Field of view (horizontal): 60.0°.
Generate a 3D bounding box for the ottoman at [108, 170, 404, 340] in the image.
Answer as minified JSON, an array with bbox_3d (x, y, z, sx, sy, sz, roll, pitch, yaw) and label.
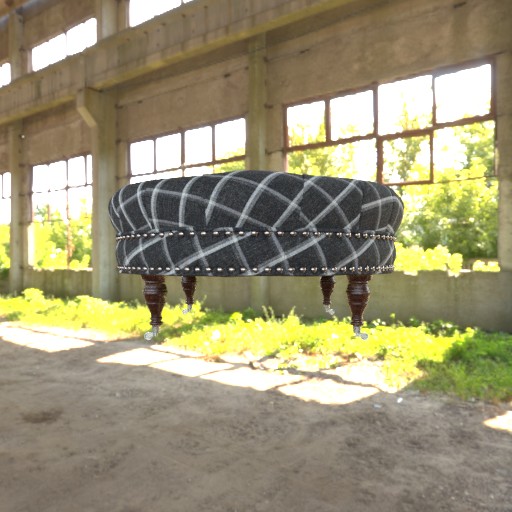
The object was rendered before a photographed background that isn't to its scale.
[{"bbox_3d":[0.000,0.000,1.419,0.901,0.439,0.901,0,0,0],"label":"ottoman"}]
